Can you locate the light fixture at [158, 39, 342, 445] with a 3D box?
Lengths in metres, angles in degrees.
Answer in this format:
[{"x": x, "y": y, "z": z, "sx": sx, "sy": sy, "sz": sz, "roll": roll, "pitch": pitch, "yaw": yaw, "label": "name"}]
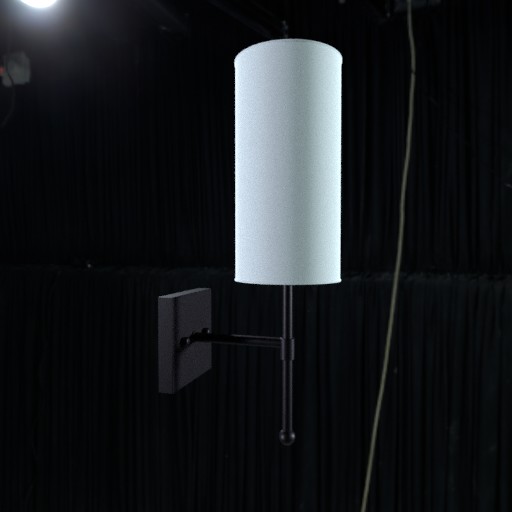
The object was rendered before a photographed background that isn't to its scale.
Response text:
[{"x": 0.000, "y": 0.000, "z": 0.549, "sx": 0.208, "sy": 0.462, "sz": 0.128, "roll": 0, "pitch": 2, "yaw": 18, "label": "light fixture"}]
